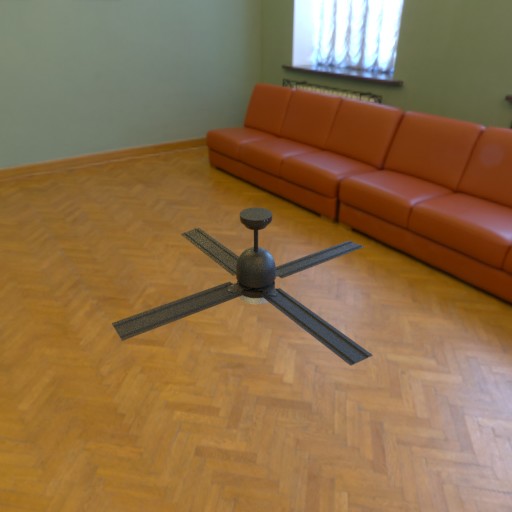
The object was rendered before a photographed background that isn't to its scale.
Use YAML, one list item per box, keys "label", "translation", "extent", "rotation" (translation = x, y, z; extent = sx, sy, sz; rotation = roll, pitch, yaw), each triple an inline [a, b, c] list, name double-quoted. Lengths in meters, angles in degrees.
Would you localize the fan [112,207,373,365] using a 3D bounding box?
- label: "fan"
  translation: [0.000, 0.000, 1.988]
  extent: [1.319, 0.410, 1.319]
  rotation: [-19, 34, -32]
